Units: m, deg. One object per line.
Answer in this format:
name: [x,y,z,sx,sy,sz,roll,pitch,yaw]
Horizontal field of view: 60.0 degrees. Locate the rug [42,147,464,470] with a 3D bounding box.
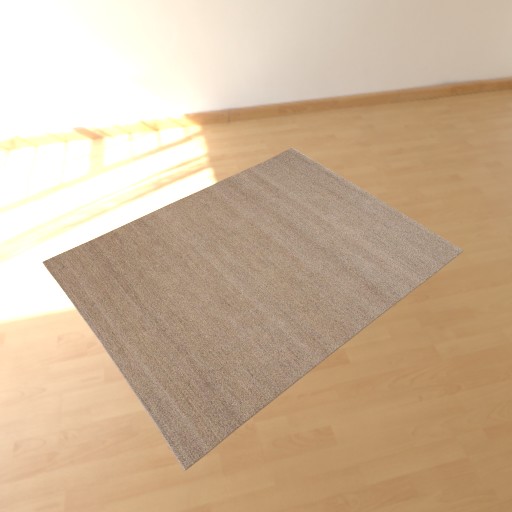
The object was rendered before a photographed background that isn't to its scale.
rug: [0.000,0.000,4.261,3.245,0.046,2.467,-30,52,-27]
